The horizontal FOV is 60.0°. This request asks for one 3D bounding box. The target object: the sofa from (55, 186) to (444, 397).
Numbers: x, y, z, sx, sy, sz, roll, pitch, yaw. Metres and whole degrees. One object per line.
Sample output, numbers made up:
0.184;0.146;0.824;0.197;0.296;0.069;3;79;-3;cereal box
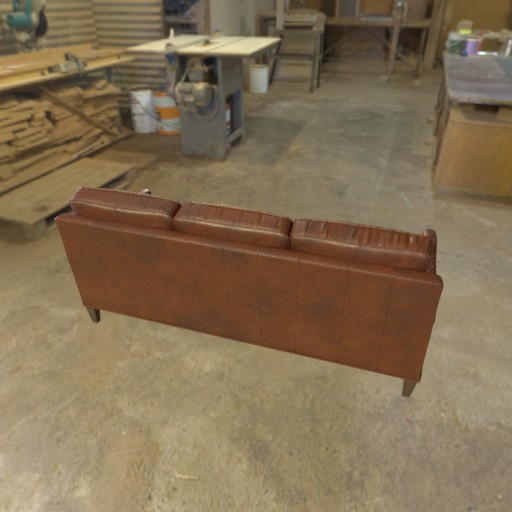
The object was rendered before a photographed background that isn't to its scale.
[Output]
0.000;0.000;2.922;2.240;1.003;1.084;10;32;16;sofa
